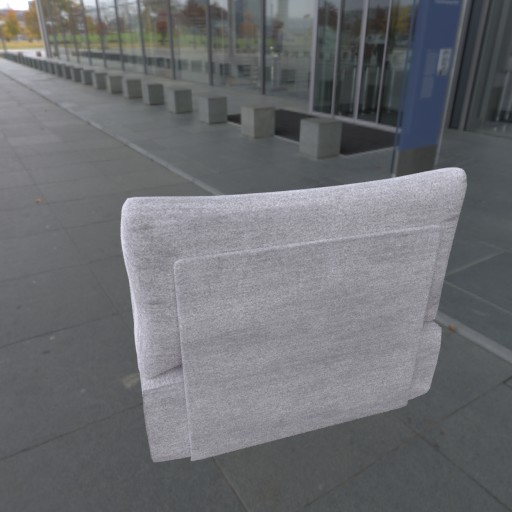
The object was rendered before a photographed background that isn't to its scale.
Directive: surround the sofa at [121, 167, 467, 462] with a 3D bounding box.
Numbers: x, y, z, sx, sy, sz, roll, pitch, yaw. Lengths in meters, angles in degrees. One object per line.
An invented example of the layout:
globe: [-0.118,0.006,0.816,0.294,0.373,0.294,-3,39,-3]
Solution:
sofa: [0.000,0.000,1.646,0.930,0.820,1.000,-8,27,-16]
